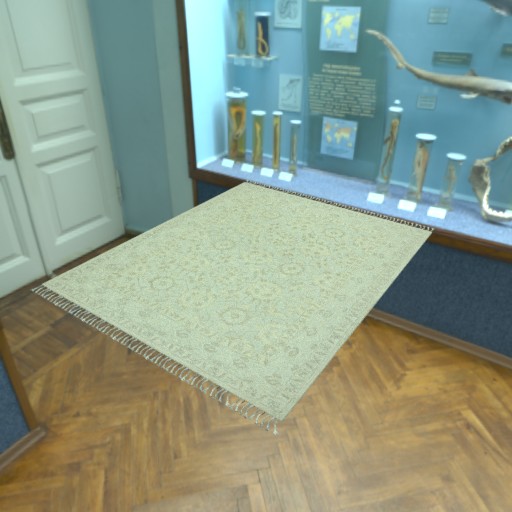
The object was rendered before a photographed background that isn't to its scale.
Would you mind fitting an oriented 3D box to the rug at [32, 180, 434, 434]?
[{"bbox_3d":[0.000,0.000,4.115,2.444,0.013,3.043,20,36,30],"label":"rug"}]
